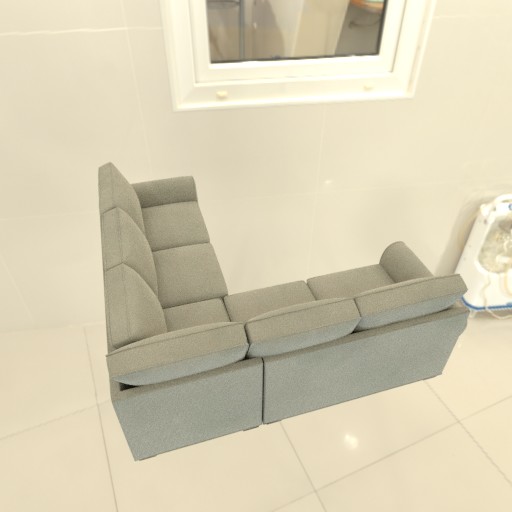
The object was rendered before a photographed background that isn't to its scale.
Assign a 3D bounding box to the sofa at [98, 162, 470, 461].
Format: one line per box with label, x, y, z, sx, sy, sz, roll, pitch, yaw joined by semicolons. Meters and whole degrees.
sofa;0.000;0.000;3.877;2.487;1.053;2.562;-11;42;-13
